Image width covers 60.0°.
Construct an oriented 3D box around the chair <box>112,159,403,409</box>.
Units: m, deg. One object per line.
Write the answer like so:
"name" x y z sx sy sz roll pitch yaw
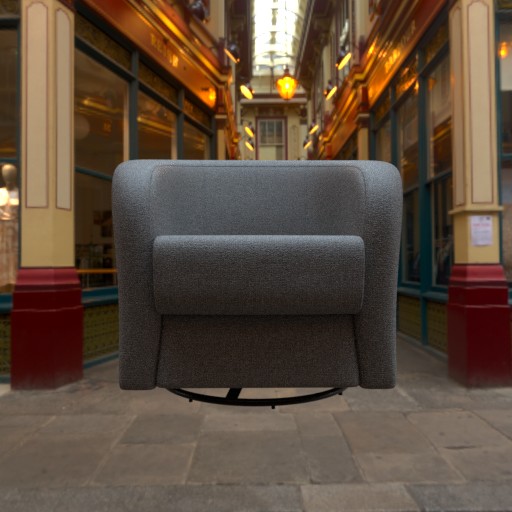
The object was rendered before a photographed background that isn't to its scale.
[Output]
"chair" 0.000 0.000 1.438 0.791 0.771 0.815 0 -1 -1
